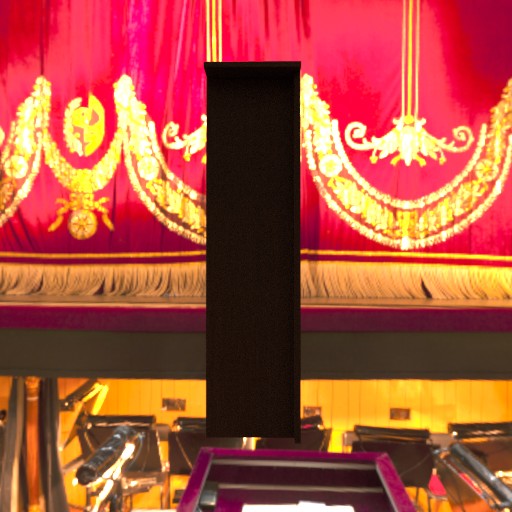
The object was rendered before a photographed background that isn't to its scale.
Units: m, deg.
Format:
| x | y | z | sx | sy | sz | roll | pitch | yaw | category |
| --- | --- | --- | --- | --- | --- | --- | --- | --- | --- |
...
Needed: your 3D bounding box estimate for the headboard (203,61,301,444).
| x | y | z | sx | sy | sz | roll | pitch | yaw | category |
| --- | --- | --- | --- | --- | --- | --- | --- | --- | --- |
| 0.000 | 0.000 | 2.089 | 0.279 | 1.092 | 1.671 | 0 | -1 | 1 | headboard |
